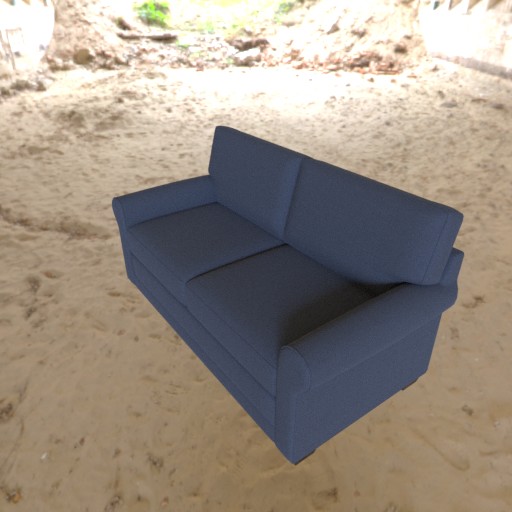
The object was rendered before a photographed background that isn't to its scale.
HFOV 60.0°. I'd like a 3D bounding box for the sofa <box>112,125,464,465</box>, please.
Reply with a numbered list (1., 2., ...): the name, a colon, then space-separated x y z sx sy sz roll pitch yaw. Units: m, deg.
1. sofa: 0.000 0.000 2.483 0.940 1.020 1.930 -20 35 -31
